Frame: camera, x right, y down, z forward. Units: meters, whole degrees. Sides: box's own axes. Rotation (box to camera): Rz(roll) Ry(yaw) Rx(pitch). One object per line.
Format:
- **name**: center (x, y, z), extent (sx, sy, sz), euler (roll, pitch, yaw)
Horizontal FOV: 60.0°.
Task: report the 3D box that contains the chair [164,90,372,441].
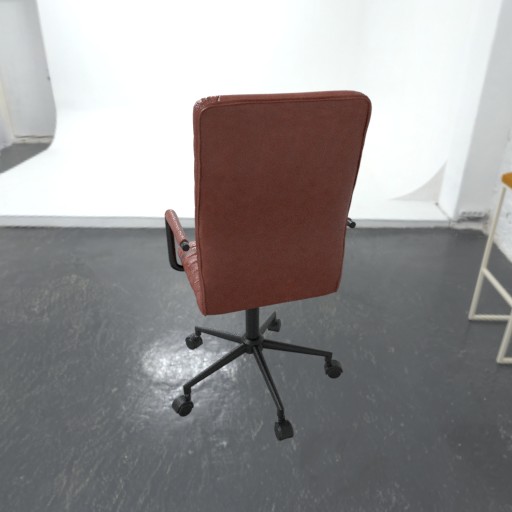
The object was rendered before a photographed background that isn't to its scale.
- **chair**: center (0.000, 0.000, 1.346), extent (0.608, 0.979, 0.580), euler (-8, 28, -16)
